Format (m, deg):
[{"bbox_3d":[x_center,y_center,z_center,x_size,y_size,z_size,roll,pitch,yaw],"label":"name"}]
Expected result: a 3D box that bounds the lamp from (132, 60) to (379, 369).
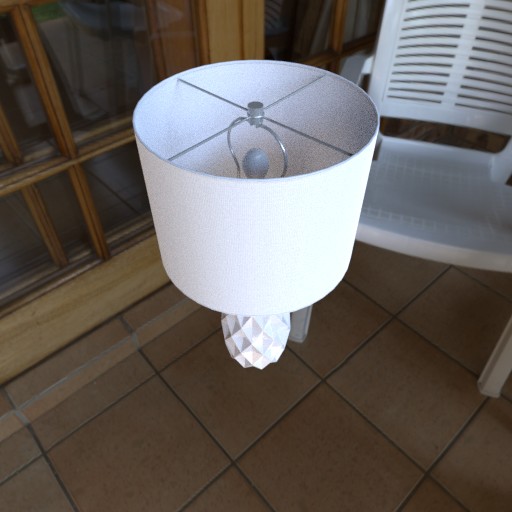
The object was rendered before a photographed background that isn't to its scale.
[{"bbox_3d":[0.000,0.000,0.724,0.297,0.522,0.297,0,45,0],"label":"lamp"}]
